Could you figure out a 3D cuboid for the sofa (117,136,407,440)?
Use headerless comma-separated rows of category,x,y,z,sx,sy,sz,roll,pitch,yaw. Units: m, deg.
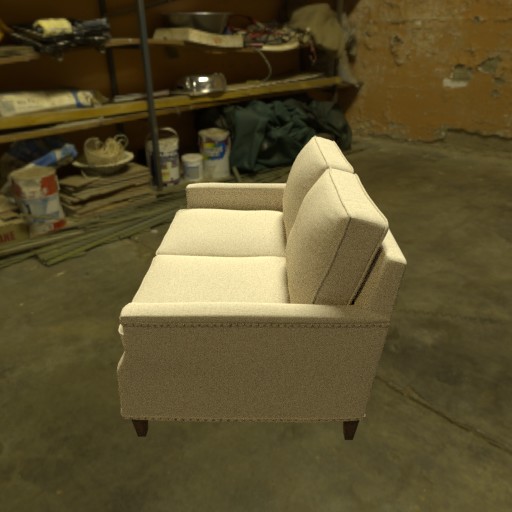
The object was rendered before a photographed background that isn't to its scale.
sofa,0.000,0.000,2.335,1.084,1.003,1.597,1,27,1
